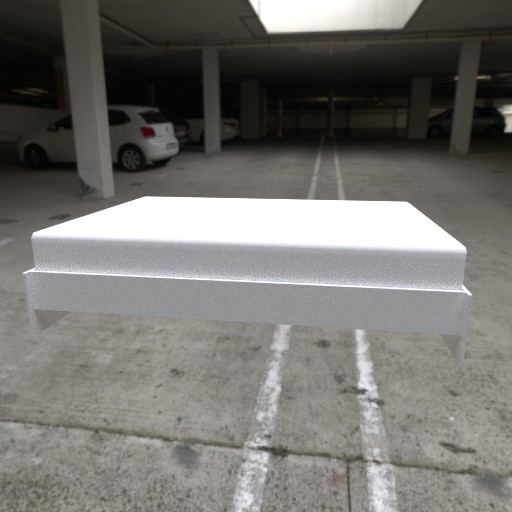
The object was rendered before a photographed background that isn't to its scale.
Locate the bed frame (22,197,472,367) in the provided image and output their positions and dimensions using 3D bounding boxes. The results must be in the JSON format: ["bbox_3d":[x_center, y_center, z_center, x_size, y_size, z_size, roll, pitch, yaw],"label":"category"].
[{"bbox_3d":[0.000,0.000,2.597,1.945,0.497,1.445,2,15,8],"label":"bed frame"}]
